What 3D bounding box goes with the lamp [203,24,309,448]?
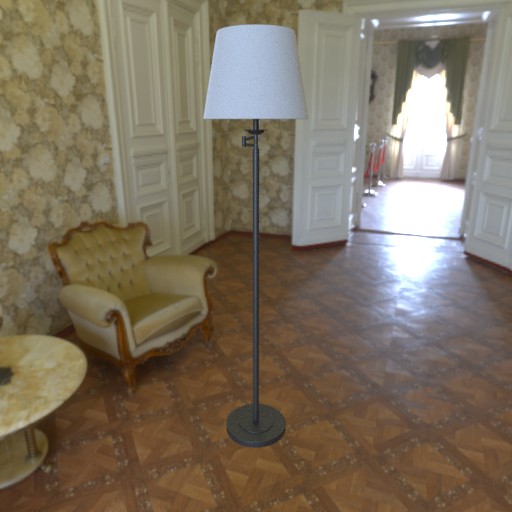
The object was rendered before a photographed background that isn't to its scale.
[{"bbox_3d":[0.000,0.000,1.613,0.348,1.473,0.348,-8,19,-25],"label":"lamp"}]
